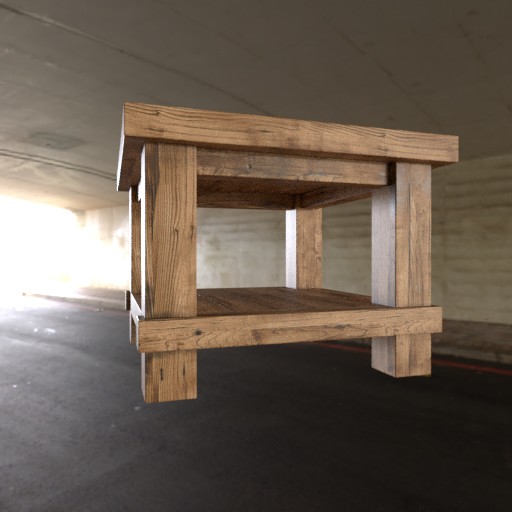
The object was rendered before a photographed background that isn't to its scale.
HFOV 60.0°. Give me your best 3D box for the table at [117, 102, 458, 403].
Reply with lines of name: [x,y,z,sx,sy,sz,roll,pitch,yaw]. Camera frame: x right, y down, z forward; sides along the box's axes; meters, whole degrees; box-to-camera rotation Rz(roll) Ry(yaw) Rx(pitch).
table: [0.000,0.000,1.036,0.610,0.457,0.610,0,0,-18]
